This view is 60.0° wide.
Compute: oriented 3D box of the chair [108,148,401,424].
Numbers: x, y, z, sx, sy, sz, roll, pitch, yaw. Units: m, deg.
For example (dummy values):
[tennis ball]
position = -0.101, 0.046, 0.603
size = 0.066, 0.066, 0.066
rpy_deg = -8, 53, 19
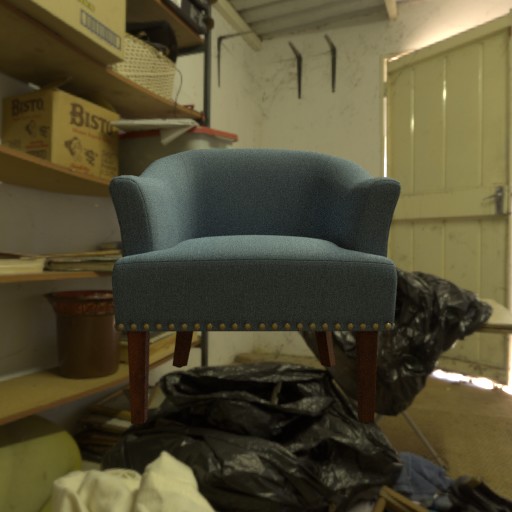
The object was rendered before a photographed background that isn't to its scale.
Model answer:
[chair]
position = 0.000, 0.000, 1.385
size = 0.772, 0.815, 0.704
rpy_deg = 0, 1, 0
